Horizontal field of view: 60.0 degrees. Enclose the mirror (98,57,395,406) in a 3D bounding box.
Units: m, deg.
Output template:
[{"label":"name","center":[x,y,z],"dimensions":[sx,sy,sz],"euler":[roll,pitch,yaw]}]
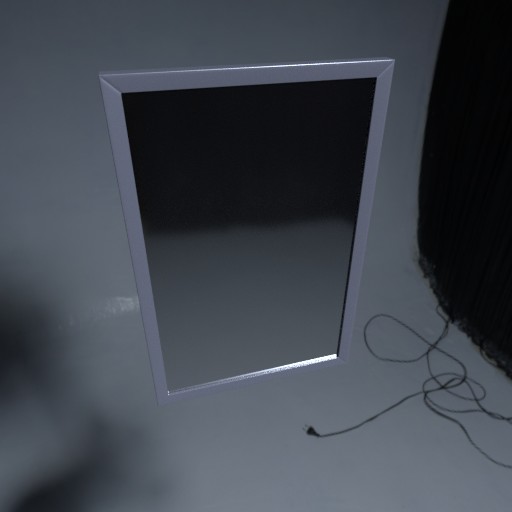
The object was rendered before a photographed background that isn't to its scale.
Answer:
[{"label":"mirror","center":[0.000,0.000,1.140],"dimensions":[0.609,0.915,0.040],"euler":[-9,34,-14]}]
